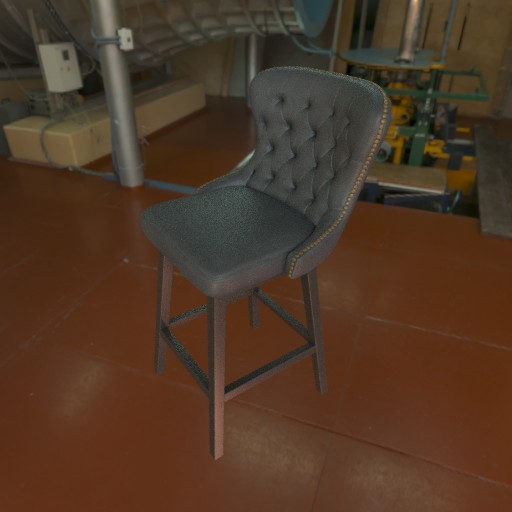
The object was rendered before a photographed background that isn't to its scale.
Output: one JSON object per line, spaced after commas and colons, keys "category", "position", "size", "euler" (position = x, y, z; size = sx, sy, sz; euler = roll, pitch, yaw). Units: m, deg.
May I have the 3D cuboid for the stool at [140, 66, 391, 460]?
{"category": "stool", "position": [0.000, 0.000, 1.323], "size": [0.593, 0.971, 0.528], "euler": [-20, 37, -29]}
